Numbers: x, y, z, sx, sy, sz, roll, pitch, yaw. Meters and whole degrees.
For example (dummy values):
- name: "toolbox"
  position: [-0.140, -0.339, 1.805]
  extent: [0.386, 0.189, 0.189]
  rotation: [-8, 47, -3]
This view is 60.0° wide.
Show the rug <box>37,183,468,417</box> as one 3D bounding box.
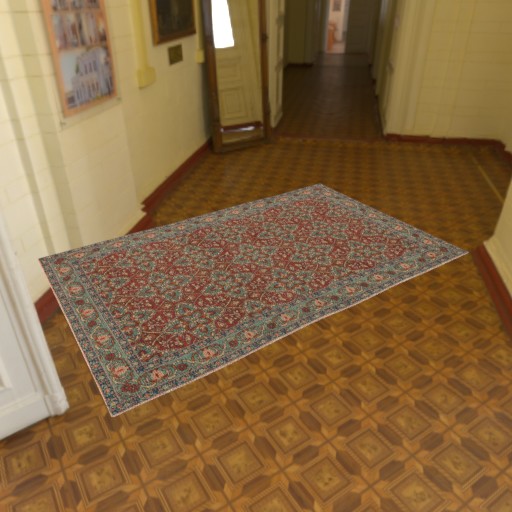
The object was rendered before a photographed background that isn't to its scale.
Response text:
- name: "rug"
  position: [0.000, 0.000, 2.951]
  extent: [2.439, 0.011, 1.533]
  rotation: [-19, 35, -29]
